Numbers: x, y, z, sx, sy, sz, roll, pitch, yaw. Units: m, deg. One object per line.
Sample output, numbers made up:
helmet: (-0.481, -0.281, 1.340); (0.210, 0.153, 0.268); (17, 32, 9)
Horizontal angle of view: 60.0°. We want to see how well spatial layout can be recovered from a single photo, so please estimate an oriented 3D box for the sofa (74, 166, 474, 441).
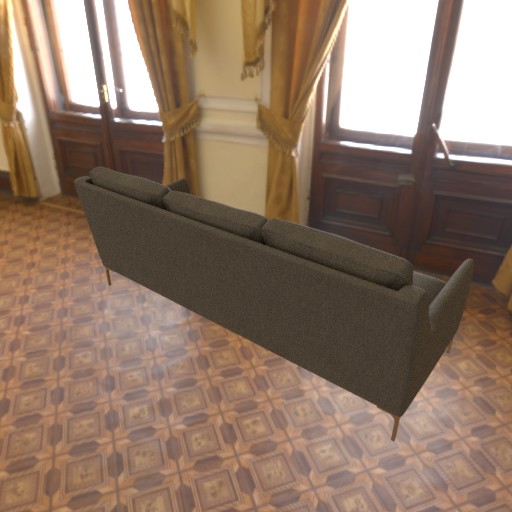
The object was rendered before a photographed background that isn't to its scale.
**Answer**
sofa: (0.000, 0.000, 2.446); (2.060, 0.837, 0.849); (20, 34, 33)
